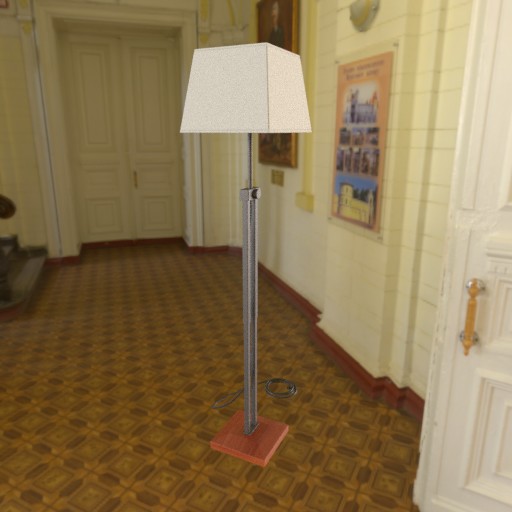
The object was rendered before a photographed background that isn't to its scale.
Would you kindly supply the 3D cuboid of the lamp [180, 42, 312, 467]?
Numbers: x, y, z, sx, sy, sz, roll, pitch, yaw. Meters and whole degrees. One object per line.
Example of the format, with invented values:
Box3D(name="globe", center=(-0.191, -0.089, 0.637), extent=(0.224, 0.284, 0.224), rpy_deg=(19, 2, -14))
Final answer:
Box3D(name="lamp", center=(0.000, 0.000, 2.039), extent=(0.472, 1.712, 0.745), rpy_deg=(8, 18, 26))
